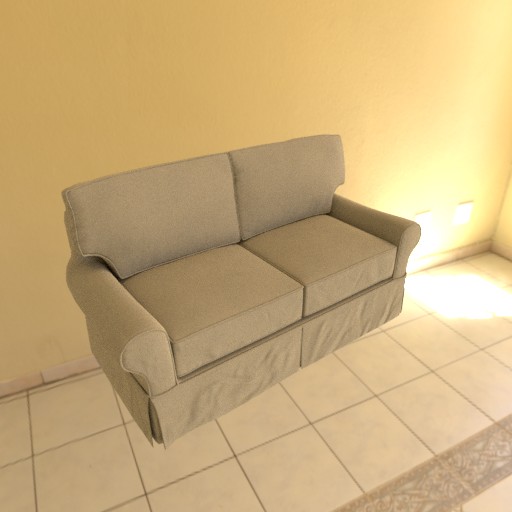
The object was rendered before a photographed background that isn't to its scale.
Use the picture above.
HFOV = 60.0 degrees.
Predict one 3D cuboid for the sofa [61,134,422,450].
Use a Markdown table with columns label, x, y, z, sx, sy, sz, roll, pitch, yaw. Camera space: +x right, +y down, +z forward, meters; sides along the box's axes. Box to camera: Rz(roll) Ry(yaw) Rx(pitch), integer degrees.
| label | x | y | z | sx | sy | sz | roll | pitch | yaw |
| --- | --- | --- | --- | --- | --- | --- | --- | --- | --- |
| sofa | 0.000 | 0.000 | 2.368 | 1.823 | 1.024 | 0.841 | -19 | 34 | -32 |
